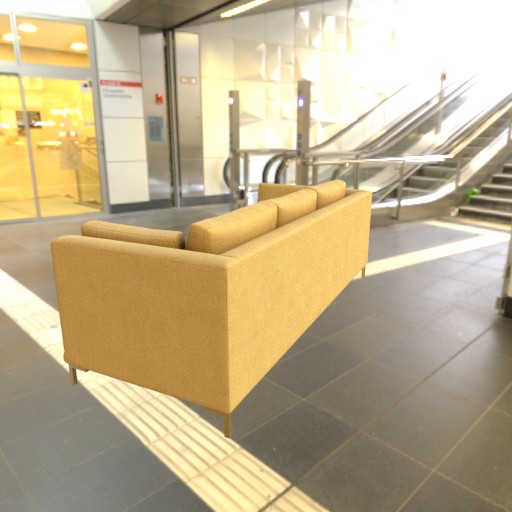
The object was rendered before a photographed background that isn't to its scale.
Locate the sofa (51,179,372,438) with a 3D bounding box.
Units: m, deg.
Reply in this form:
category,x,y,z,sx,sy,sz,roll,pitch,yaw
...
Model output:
category,x,y,z,sx,sy,sz,roll,pitch,yaw
sofa,0.000,0.000,2.959,0.969,0.867,2.415,8,17,26
